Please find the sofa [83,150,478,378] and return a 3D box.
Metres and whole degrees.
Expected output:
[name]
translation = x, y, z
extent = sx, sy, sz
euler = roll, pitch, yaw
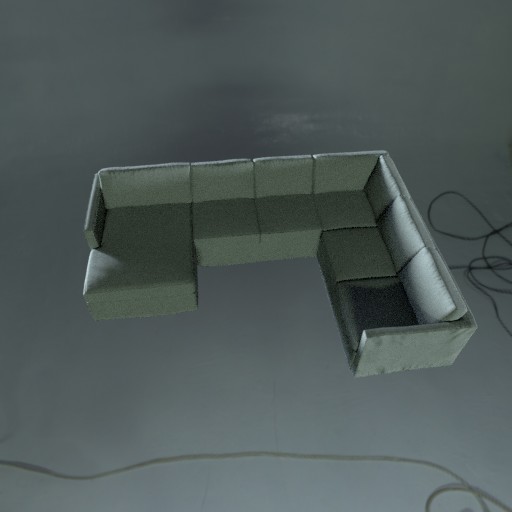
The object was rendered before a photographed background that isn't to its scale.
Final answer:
[sofa]
translation = 0.000, 0.000, 4.508
extent = 3.434, 0.869, 2.440
euler = -5, 49, -4
